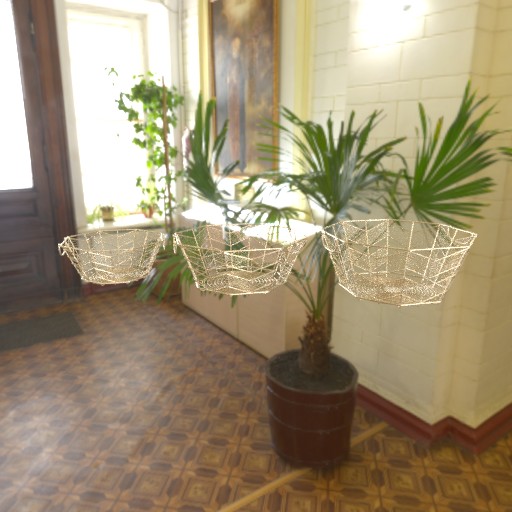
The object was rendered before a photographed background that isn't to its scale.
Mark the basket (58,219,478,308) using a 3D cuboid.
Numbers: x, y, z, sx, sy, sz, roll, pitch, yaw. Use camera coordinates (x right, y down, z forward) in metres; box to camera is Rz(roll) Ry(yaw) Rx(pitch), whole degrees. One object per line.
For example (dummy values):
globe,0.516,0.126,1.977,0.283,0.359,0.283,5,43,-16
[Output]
basket,0.000,0.000,1.347,1.246,0.178,0.432,2,15,9
